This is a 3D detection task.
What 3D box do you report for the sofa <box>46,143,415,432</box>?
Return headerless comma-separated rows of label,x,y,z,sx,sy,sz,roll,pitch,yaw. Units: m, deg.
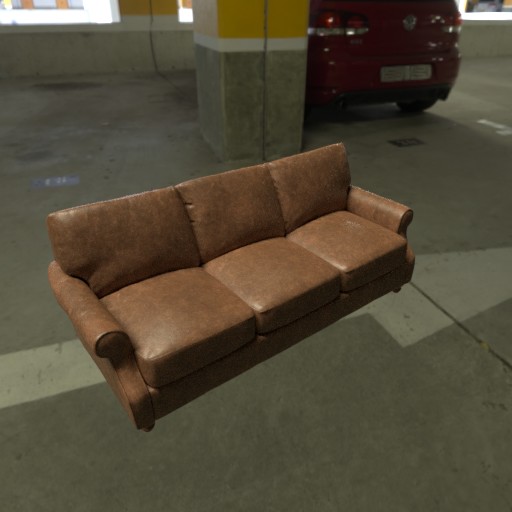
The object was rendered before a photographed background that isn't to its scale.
sofa,0.000,0.000,2.834,2.351,0.977,0.973,-21,36,-32
